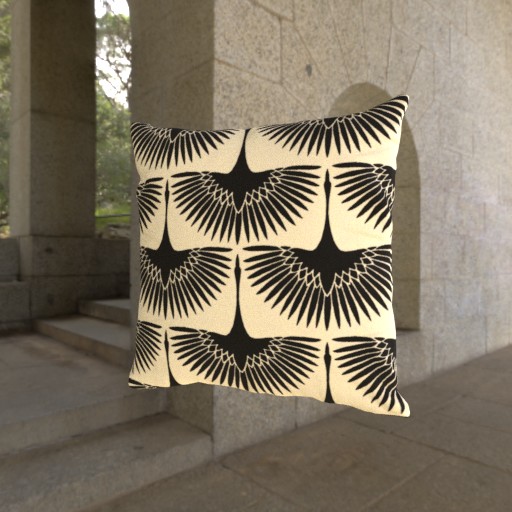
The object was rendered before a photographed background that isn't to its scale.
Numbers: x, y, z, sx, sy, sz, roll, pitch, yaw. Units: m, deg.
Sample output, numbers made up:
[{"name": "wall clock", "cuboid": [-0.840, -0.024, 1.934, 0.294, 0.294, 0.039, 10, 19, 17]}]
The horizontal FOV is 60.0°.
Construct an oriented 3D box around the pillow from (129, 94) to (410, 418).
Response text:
[{"name": "pillow", "cuboid": [0.000, 0.000, 0.658, 0.432, 0.432, 0.139, 0, 0, 18]}]
